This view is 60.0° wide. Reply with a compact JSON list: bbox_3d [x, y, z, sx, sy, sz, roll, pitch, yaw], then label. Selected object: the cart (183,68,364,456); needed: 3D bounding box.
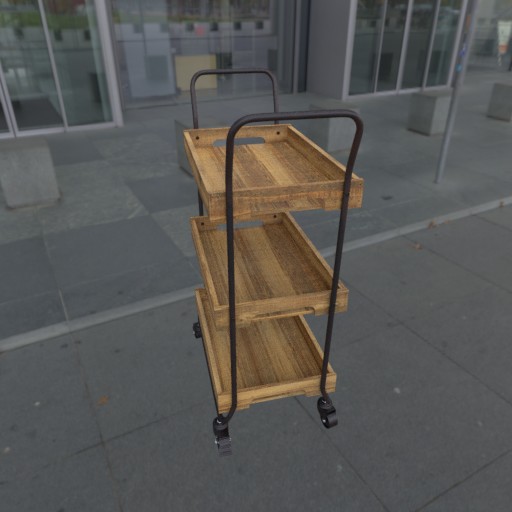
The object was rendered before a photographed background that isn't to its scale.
[{"bbox_3d":[0.000,0.000,1.177,0.339,0.857,0.583,-7,30,-12],"label":"cart"}]
